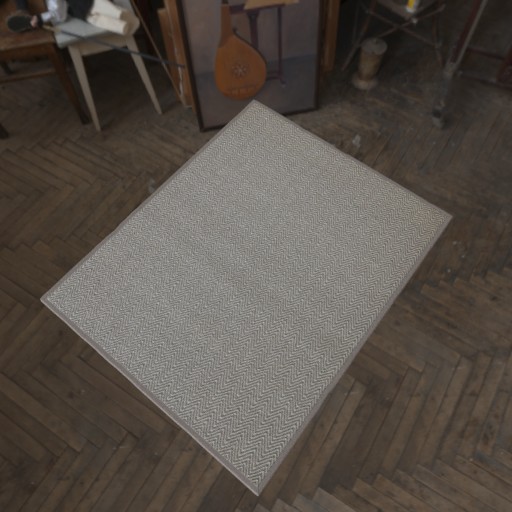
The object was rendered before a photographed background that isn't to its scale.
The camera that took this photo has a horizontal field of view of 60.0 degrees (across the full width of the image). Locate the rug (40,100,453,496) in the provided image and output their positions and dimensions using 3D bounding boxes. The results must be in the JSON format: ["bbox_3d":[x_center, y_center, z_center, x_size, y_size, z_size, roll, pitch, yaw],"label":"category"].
[{"bbox_3d":[0.000,0.000,4.044,2.434,0.032,3.007,35,69,16],"label":"rug"}]
